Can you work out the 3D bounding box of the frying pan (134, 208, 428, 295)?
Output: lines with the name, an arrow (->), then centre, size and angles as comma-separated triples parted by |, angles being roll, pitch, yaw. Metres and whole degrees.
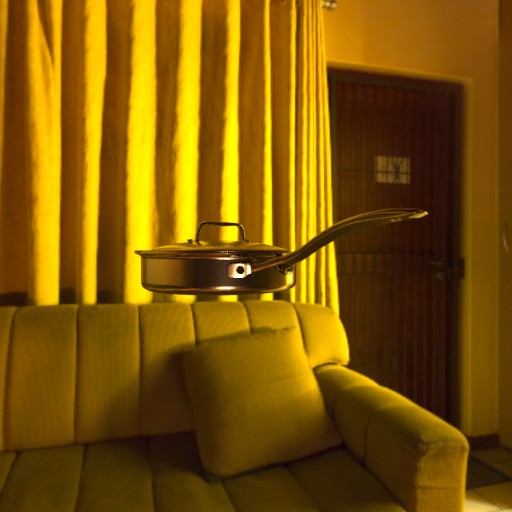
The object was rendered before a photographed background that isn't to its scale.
frying pan -> 0.000, 0.000, 0.670 | 0.280, 0.114, 0.561 | 0, 1, -37
